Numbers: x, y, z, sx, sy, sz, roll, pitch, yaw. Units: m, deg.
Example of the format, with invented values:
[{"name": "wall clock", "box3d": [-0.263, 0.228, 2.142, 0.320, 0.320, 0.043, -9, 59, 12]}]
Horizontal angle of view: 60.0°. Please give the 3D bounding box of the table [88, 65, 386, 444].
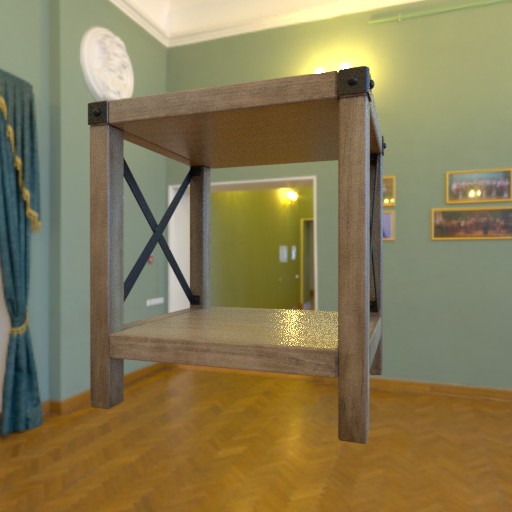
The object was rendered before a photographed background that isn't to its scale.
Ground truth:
[{"name": "table", "box3d": [0.000, 0.000, 0.934, 0.510, 0.561, 0.459, 0, 0, 19]}]
